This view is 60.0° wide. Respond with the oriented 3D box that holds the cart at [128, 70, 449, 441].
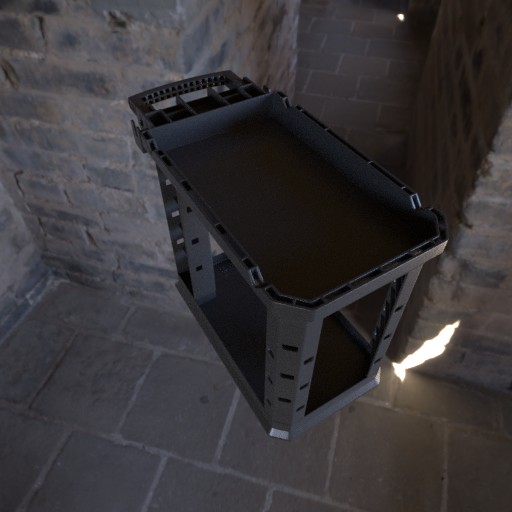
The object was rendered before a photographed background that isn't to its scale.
[{"bbox_3d":[0.000,0.000,1.569,0.497,0.884,1.061,-24,52,-21],"label":"cart"}]
